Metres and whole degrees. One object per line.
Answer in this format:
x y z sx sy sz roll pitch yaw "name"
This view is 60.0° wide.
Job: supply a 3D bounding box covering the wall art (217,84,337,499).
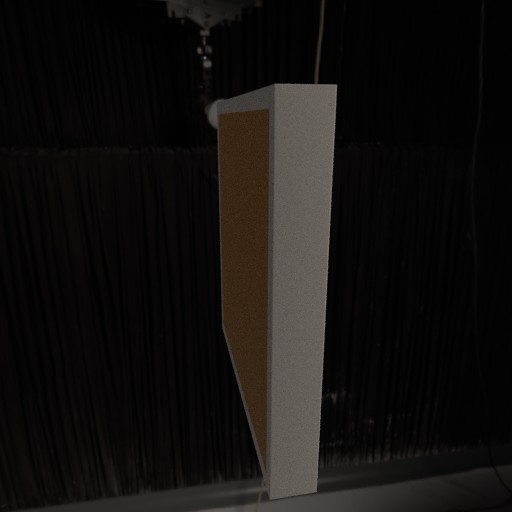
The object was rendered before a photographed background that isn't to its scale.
0.000 0.000 0.446 0.038 0.302 0.305 -3 17 -11 "wall art"
